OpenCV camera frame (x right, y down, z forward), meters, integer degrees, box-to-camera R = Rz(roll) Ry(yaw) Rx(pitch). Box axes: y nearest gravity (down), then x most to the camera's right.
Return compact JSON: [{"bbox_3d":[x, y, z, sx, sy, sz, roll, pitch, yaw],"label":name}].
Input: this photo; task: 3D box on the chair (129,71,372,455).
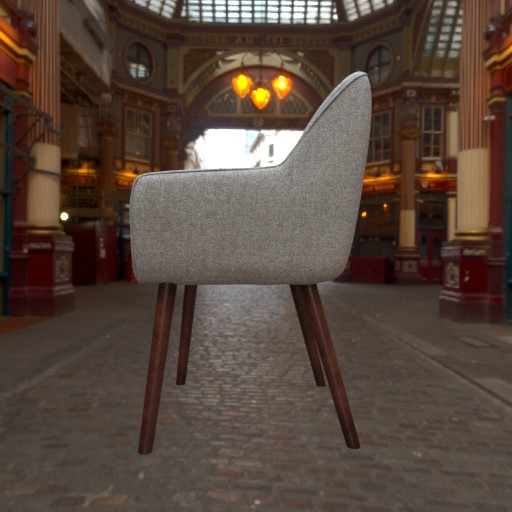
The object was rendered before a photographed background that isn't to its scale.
[{"bbox_3d":[0.000,0.000,1.148,0.519,0.803,0.543,0,1,-1],"label":"chair"}]
